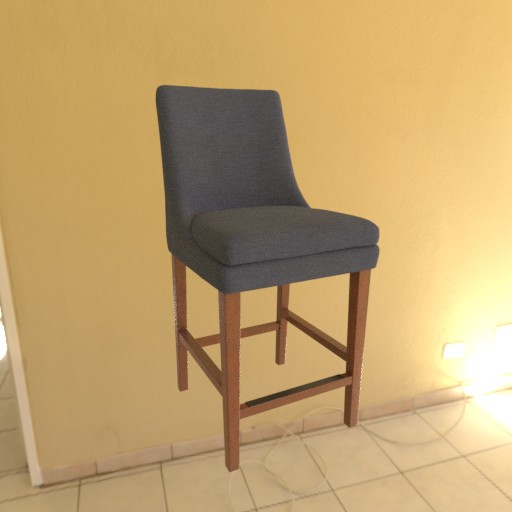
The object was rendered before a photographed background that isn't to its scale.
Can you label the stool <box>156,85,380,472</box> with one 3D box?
[{"bbox_3d":[0.000,0.000,1.322,0.470,0.981,0.577,-8,17,-26],"label":"stool"}]
